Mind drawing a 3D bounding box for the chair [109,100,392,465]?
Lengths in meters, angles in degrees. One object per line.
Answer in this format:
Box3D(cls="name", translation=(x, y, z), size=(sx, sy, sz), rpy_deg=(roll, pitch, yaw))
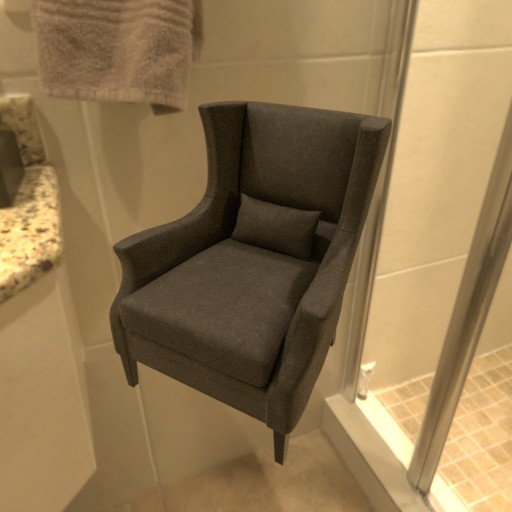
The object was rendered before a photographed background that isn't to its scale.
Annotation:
Box3D(cls="chair", translation=(0.000, 0.000, 1.738), size=(0.853, 1.016, 0.926), rpy_deg=(17, 34, 26))
